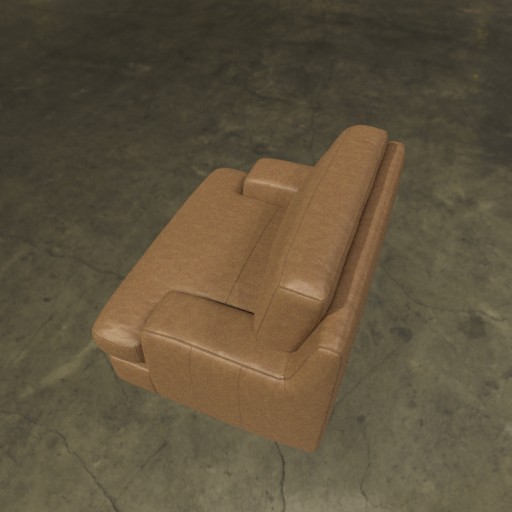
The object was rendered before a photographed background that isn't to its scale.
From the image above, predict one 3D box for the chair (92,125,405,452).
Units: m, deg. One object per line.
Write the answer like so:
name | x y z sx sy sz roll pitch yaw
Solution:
chair | 0.000 0.000 2.033 1.050 0.978 1.276 16 49 15
